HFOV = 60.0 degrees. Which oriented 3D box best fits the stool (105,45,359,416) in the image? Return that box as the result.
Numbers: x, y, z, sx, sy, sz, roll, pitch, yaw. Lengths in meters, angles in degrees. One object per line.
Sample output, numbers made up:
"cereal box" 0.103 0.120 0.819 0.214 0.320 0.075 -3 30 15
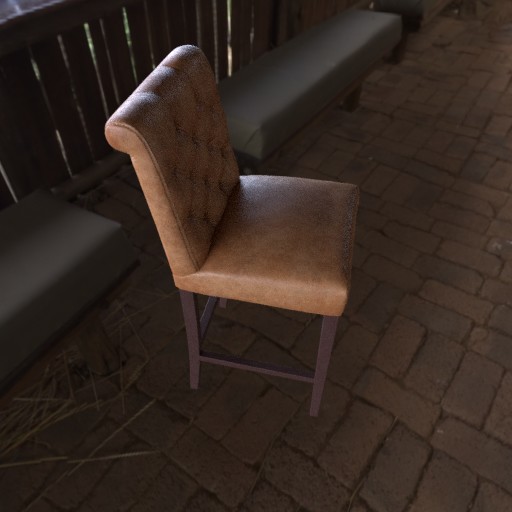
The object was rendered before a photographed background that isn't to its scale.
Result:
"stool" 0.000 0.000 1.451 0.601 1.140 0.493 9 46 9
